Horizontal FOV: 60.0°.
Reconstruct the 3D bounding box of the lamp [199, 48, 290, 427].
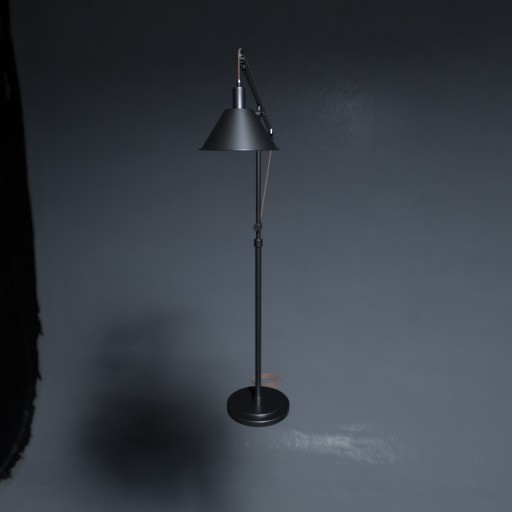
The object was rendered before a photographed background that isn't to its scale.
[{"bbox_3d":[0.000,0.000,2.000,0.319,1.626,0.904,3,15,11],"label":"lamp"}]
